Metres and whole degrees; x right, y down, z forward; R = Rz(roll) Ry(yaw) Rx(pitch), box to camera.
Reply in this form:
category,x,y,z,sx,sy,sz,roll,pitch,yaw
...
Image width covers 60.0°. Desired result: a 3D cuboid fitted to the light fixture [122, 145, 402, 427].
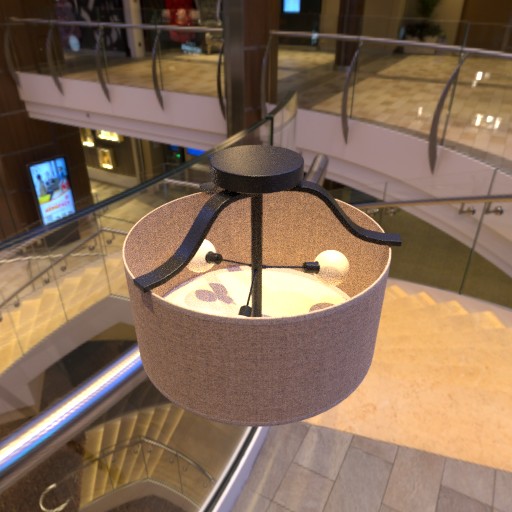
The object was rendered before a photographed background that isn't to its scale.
category,x,y,z,sx,sy,sz,roll,pitch,yaw
light fixture,0.000,0.000,0.671,0.390,0.306,0.390,0,31,0
